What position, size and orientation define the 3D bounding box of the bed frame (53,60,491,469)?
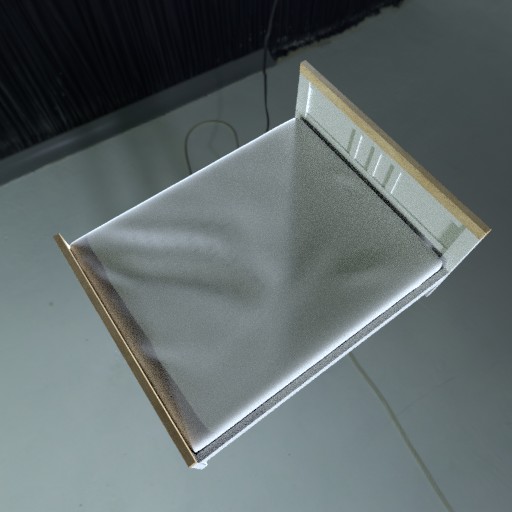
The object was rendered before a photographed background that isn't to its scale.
[{"bbox_3d":[0.000,0.000,2.951,2.050,0.980,1.670,-33,68,-15],"label":"bed frame"}]
